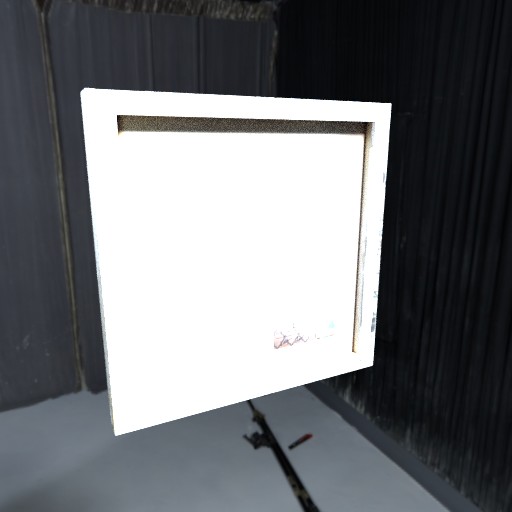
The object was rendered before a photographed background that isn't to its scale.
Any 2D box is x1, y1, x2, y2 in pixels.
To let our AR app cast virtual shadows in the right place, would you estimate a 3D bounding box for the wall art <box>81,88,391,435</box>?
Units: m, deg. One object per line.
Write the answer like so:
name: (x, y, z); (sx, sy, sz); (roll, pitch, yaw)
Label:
wall art: (0.000, 0.000, 0.608); (0.411, 0.410, 0.038); (-7, 16, -25)
